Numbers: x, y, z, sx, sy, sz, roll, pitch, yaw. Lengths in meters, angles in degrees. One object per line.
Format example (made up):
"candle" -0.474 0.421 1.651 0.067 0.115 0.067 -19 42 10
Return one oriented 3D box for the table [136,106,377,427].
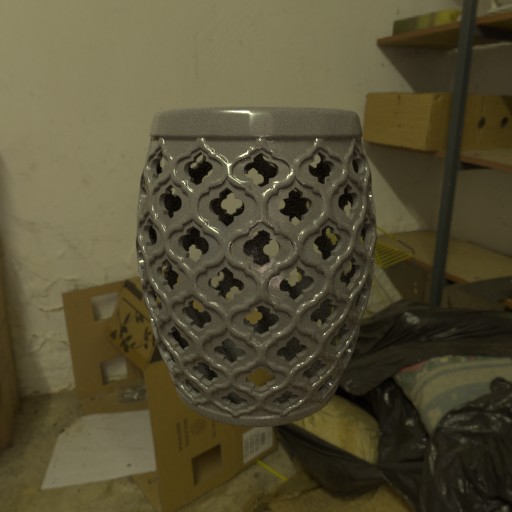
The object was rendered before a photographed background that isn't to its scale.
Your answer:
"table" 0.000 0.000 0.626 0.325 0.388 0.325 0 16 0
